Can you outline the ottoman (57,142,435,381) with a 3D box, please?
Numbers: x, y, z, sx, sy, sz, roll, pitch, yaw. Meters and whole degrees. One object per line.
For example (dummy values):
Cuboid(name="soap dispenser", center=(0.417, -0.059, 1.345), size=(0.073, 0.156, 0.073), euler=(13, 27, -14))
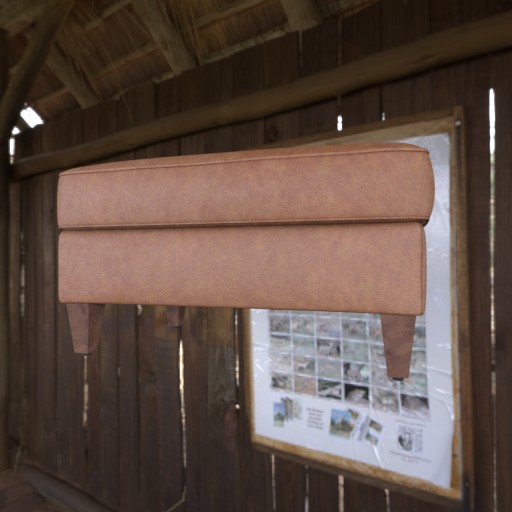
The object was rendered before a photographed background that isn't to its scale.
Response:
Cuboid(name="ottoman", center=(0.000, 0.000, 1.182), size=(0.864, 0.483, 0.584), euler=(0, 0, 18))
